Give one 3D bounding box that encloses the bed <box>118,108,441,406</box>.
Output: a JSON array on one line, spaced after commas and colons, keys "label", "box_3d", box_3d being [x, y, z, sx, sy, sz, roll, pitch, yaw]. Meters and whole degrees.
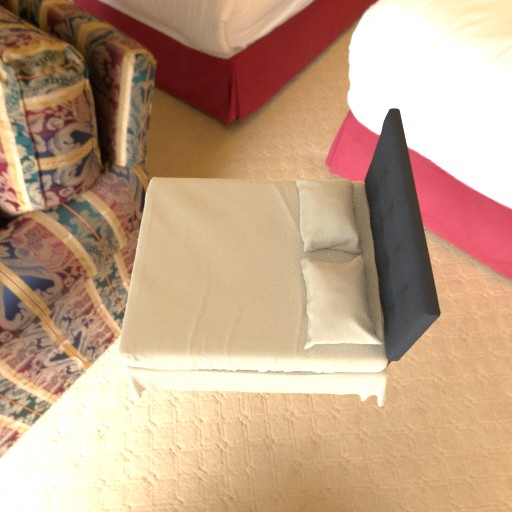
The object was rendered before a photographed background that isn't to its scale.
[{"label": "bed", "box_3d": [0.000, 0.000, 3.485, 2.222, 1.577, 1.936, 1, 60, 1]}]
